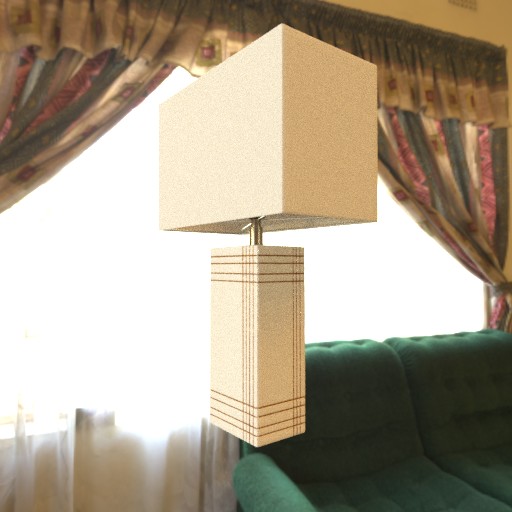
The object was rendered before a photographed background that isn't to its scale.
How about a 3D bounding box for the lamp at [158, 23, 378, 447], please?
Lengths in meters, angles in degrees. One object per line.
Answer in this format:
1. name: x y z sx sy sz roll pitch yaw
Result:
1. lamp: 0.000 0.000 0.704 0.182 0.543 0.334 1 -2 -38
